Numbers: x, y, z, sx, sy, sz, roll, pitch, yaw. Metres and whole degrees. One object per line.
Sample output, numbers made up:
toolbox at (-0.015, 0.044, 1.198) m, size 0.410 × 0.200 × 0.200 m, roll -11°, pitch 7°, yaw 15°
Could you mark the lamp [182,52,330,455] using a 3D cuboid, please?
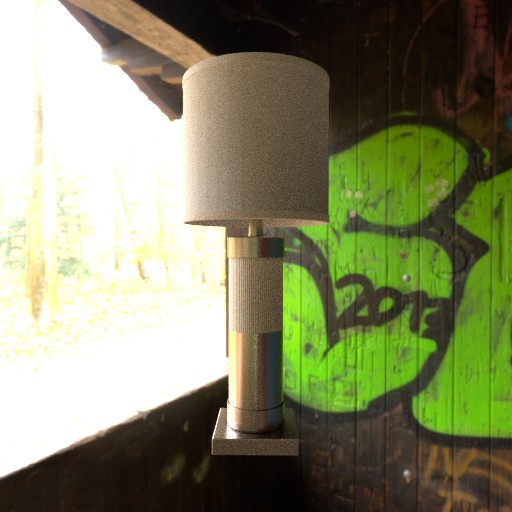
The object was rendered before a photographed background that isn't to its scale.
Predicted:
lamp at (0.000, 0.000, 0.620) m, size 0.202 × 0.509 × 0.202 m, roll 0°, pitch 1°, yaw 1°
